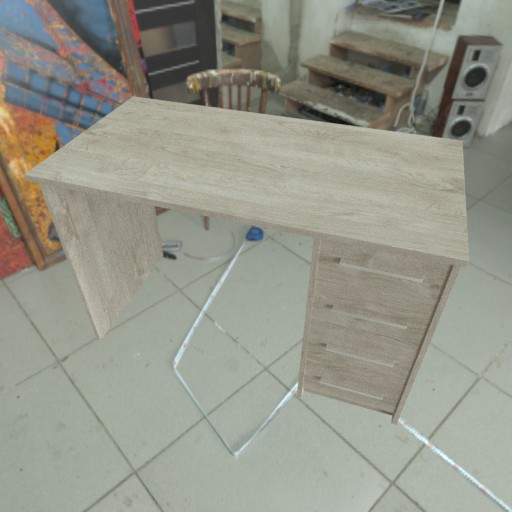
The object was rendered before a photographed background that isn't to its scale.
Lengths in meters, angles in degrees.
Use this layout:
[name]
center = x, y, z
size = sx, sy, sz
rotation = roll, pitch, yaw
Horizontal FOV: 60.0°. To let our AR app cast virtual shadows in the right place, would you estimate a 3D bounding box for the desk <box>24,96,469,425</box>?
[desk]
center = 0.000, 0.000, 1.469
size = 1.096, 0.730, 0.560
rotation = 12, 42, 14
